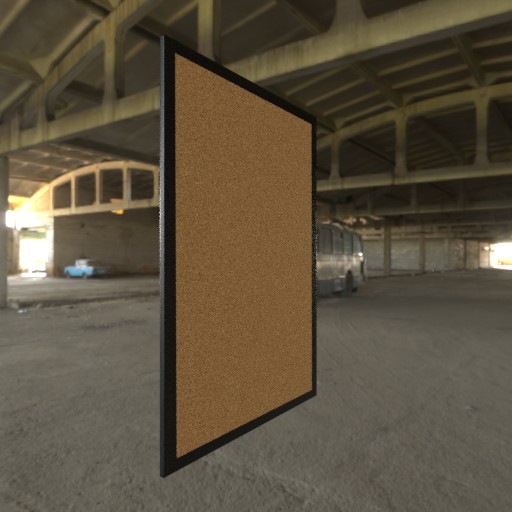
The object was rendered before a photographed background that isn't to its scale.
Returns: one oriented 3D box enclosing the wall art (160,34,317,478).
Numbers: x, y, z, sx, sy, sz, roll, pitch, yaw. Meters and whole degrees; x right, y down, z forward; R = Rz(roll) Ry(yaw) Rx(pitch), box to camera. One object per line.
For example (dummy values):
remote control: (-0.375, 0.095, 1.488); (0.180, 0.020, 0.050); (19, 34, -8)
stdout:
wall art: (0.000, 0.000, 1.256); (0.013, 0.967, 0.707); (0, 0, 36)
